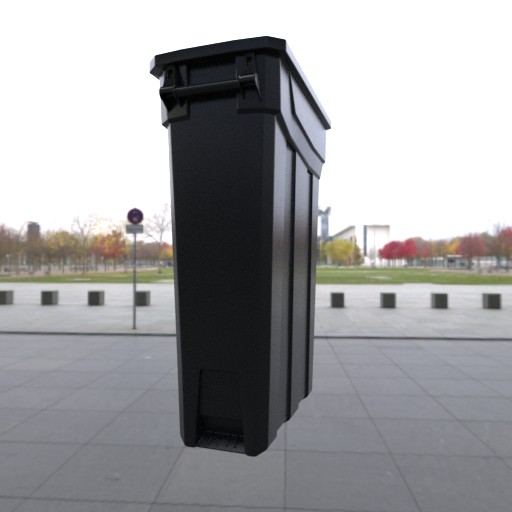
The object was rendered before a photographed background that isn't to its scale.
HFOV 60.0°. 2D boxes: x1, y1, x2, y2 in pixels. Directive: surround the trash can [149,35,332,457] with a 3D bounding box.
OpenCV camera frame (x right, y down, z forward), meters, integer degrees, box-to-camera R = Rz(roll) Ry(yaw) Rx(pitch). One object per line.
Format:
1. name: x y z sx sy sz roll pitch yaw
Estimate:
1. trash can: 0.000 0.000 1.055 0.281 0.762 0.559 0 -1 19
